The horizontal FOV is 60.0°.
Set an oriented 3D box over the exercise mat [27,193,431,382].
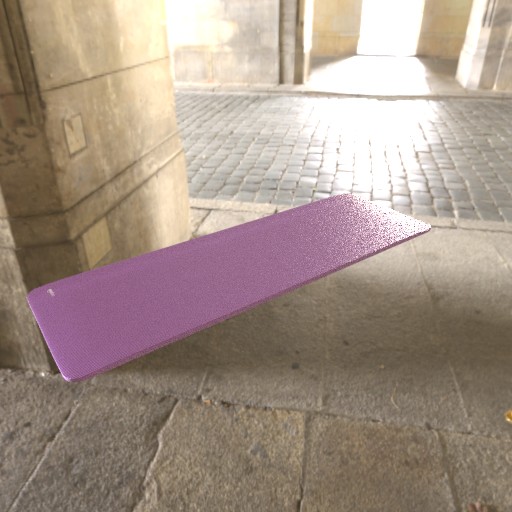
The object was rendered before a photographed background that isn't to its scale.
[{"bbox_3d":[0.000,0.000,2.041,1.869,0.021,0.616,-20,35,-31],"label":"exercise mat"}]
